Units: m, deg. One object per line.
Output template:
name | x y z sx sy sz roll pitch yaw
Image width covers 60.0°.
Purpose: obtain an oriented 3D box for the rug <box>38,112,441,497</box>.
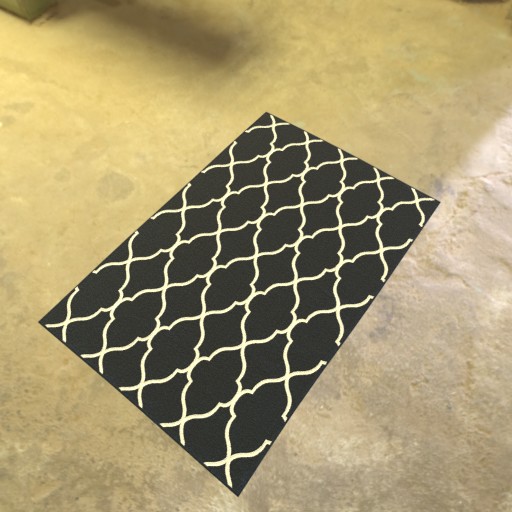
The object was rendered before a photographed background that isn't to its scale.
rug | 0.000 0.000 2.866 1.528 0.014 2.294 33 64 18
